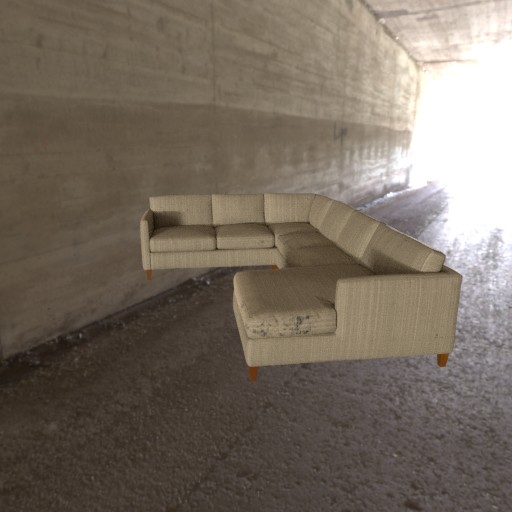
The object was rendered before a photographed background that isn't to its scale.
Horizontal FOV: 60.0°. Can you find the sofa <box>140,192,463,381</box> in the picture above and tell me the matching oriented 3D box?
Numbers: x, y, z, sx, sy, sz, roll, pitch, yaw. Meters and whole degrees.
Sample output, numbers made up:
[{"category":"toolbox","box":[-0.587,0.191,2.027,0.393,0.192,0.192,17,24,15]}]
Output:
[{"category":"sofa","box":[0.000,0.000,4.714,2.594,0.961,3.460,-2,15,-8]}]
